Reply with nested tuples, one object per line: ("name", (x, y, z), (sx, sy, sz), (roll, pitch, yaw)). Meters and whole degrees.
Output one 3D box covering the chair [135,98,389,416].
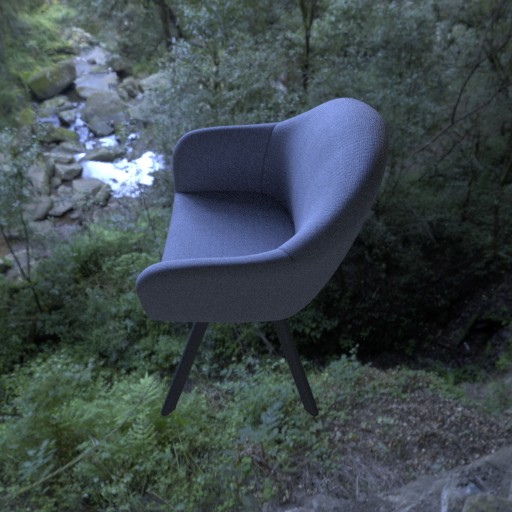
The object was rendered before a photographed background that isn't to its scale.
("chair", (0.000, 0.000, 1.189), (0.550, 0.795, 0.590), (0, 42, 0))
